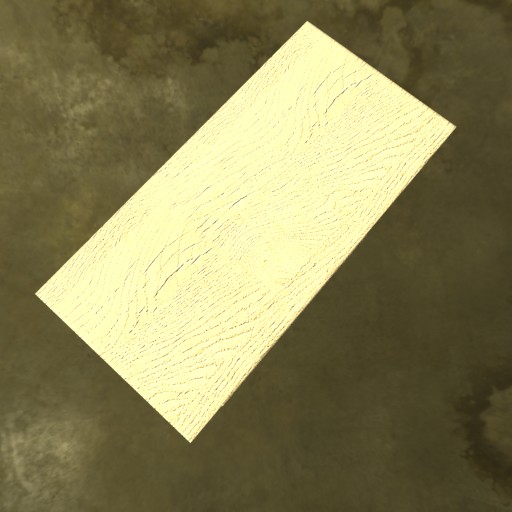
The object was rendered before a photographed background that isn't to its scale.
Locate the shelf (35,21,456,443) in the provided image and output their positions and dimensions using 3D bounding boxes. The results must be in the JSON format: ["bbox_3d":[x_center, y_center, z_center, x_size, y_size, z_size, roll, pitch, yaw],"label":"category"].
[{"bbox_3d":[0.000,0.000,1.238,0.390,0.786,0.790,40,79,9],"label":"shelf"}]
